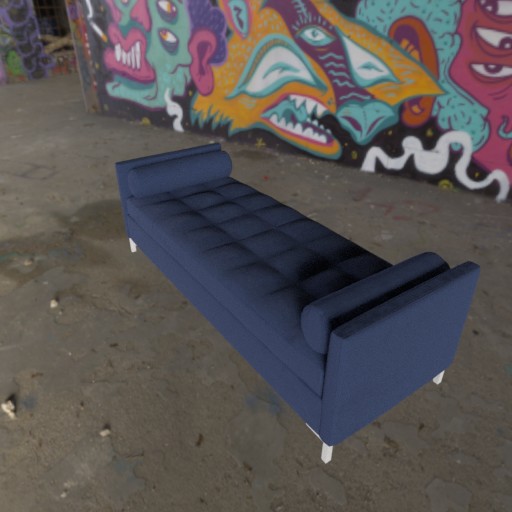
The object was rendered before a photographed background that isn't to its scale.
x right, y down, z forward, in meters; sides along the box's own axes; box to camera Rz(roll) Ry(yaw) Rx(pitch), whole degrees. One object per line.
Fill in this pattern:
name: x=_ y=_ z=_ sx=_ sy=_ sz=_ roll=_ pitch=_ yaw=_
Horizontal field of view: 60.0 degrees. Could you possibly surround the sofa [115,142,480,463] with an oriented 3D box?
sofa: x=0.000 y=0.000 z=2.476 sx=0.797 sy=0.657 sz=2.102 roll=-20 pitch=36 yaw=-30
